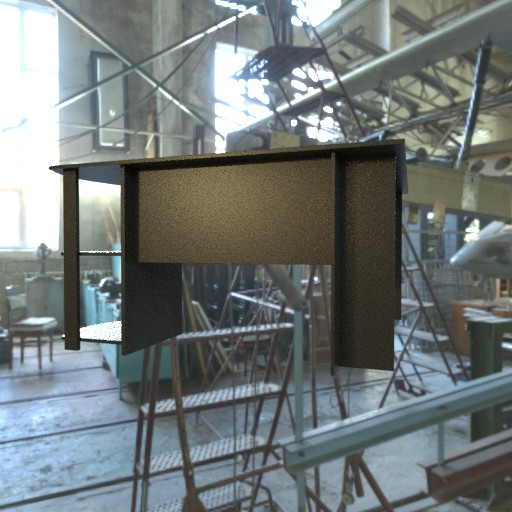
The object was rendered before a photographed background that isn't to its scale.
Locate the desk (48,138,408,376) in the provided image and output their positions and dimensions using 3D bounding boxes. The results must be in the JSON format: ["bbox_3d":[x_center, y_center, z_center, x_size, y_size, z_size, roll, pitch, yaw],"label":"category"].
[{"bbox_3d":[0.000,0.000,2.117,1.361,0.716,1.303,0,1,19],"label":"desk"}]
